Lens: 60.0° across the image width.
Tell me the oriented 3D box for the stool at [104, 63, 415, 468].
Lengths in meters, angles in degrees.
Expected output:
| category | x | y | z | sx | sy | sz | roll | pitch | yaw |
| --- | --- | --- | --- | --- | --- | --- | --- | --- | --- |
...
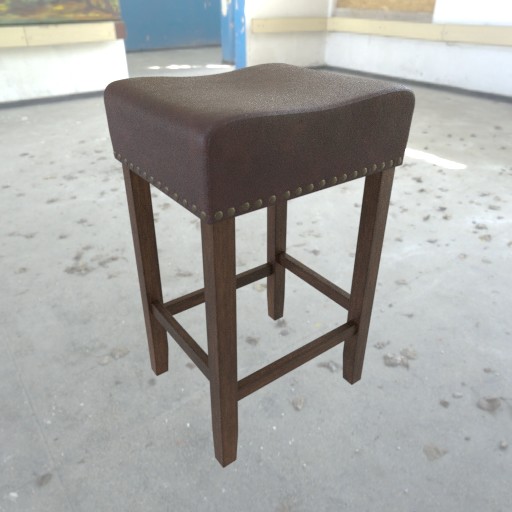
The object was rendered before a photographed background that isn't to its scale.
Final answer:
| category | x | y | z | sx | sy | sz | roll | pitch | yaw |
| --- | --- | --- | --- | --- | --- | --- | --- | --- | --- |
| stool | 0.000 | 0.000 | 1.033 | 0.465 | 0.769 | 0.401 | -21 | 37 | -30 |
